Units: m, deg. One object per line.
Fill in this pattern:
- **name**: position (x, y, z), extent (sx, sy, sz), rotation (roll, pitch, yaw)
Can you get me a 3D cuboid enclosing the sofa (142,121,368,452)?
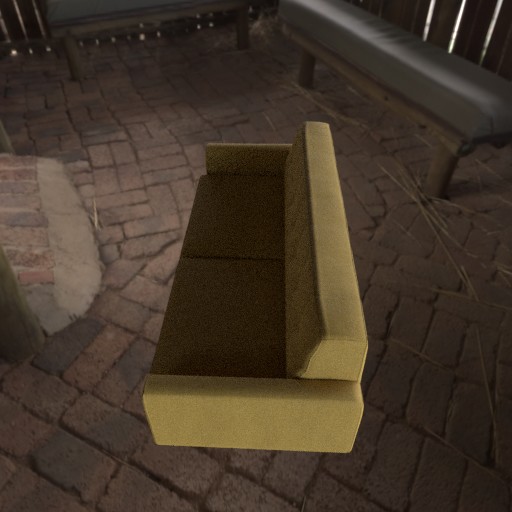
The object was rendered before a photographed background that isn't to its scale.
- **sofa**: position (0.000, 0.000, 2.528), extent (0.909, 0.841, 2.029), rotation (2, 42, 2)
